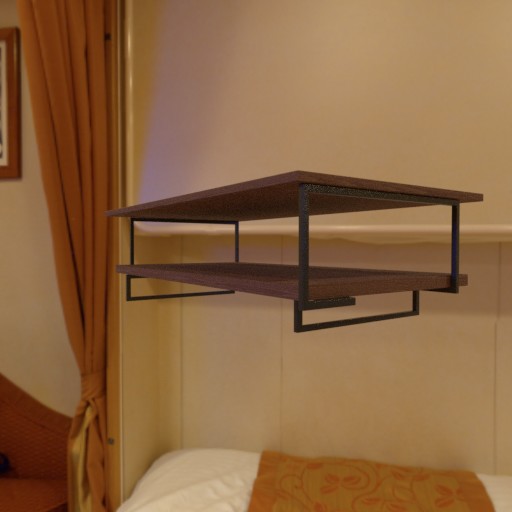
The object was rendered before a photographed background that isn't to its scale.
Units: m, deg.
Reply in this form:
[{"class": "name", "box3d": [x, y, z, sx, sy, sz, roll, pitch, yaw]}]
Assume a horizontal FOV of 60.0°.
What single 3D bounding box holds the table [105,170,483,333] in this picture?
[{"class": "table", "box3d": [0.000, 0.000, 1.495, 0.651, 0.347, 1.197, -1, 2, -35]}]
